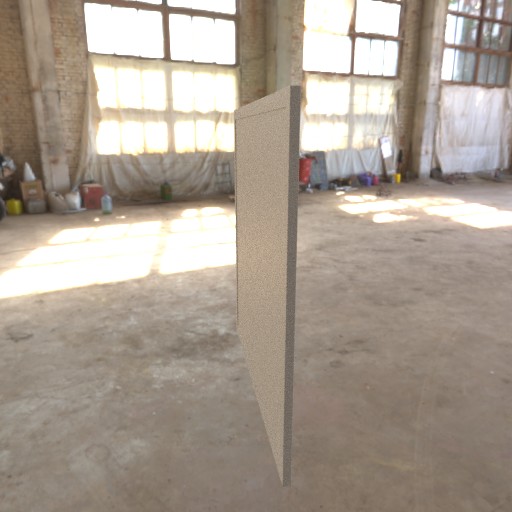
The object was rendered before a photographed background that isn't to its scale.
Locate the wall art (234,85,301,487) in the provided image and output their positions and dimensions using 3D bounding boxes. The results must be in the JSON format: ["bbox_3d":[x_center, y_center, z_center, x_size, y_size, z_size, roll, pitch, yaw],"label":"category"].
[{"bbox_3d":[0.000,0.000,1.005,0.015,0.660,0.660,-3,16,-9],"label":"wall art"}]
